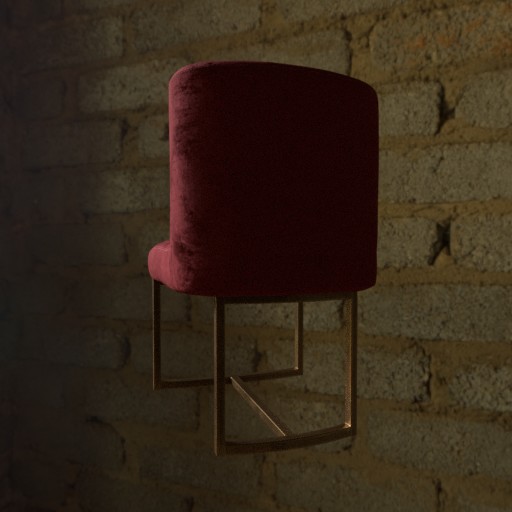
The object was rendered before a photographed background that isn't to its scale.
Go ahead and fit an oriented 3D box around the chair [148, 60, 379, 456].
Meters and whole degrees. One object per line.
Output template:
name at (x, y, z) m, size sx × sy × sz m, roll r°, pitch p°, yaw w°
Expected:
chair at (0.000, 0.000, 1.189) m, size 0.530 × 0.824 × 0.560 m, roll -1°, pitch 2°, yaw -19°
